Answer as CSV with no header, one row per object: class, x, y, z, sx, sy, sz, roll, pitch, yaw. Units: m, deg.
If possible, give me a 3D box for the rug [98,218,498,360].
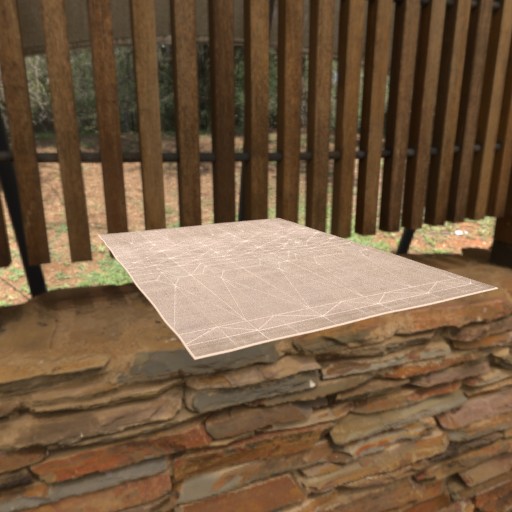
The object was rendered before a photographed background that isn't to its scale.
rug,0.000,0.000,4.281,2.449,0.019,3.357,-8,17,-26
